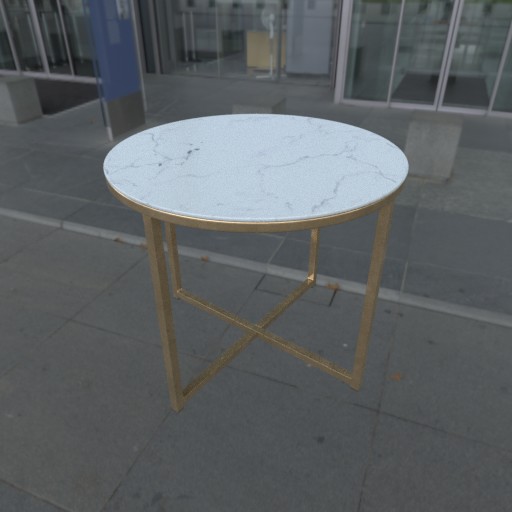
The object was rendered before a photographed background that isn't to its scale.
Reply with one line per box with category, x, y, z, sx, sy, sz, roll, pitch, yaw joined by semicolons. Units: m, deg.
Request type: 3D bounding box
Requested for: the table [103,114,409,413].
table;0.000;0.000;0.867;0.500;0.420;0.500;0;32;0
